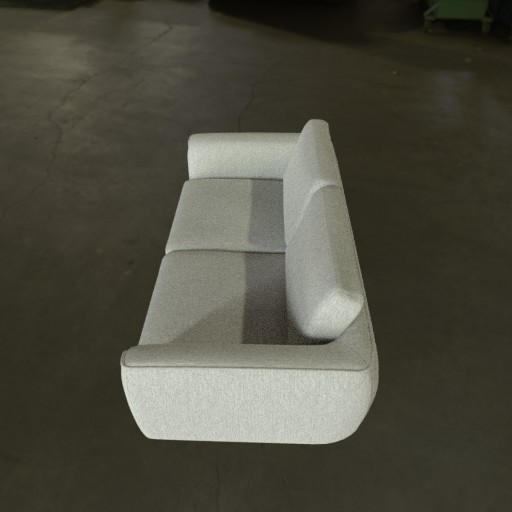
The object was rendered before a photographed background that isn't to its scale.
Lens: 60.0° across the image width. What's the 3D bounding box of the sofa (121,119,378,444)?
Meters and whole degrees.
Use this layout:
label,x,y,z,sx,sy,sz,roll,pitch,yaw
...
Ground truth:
label,x,y,z,sx,sy,sz,roll,pitch,yaw
sofa,0.000,0.000,2.172,0.920,0.850,1.700,1,41,1
